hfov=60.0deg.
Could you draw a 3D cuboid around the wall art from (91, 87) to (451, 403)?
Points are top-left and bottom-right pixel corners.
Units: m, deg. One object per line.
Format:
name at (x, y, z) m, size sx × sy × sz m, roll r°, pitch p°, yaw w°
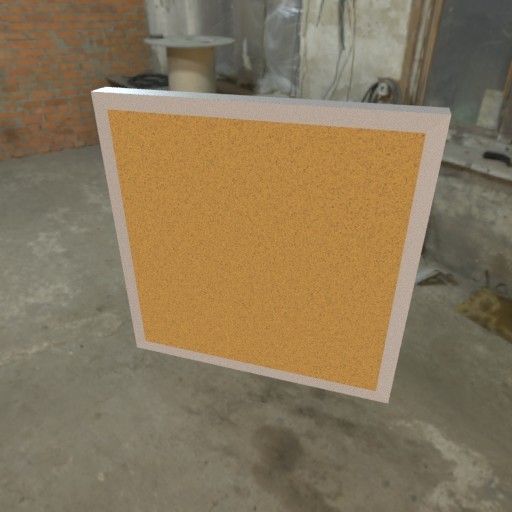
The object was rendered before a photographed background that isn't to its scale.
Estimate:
wall art at (0.000, 0.000, 1.897) m, size 1.289 × 1.291 × 0.098 m, roll 9°, pitch 32°, yaw 15°
